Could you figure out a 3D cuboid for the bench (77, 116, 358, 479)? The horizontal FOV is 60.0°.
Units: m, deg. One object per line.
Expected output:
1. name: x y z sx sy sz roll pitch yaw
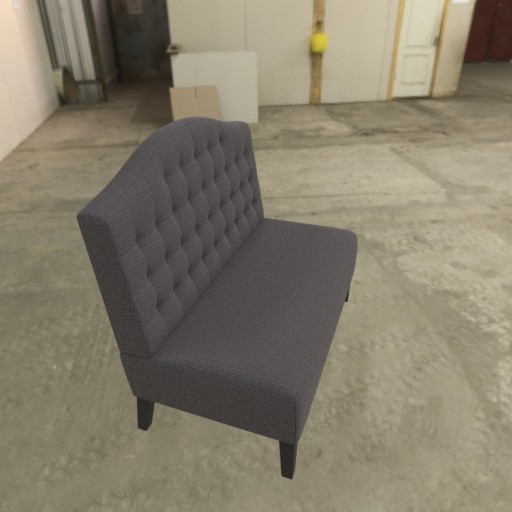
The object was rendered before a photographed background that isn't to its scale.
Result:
1. bench: 0.000 0.000 2.088 0.815 1.180 1.335 10 32 17
